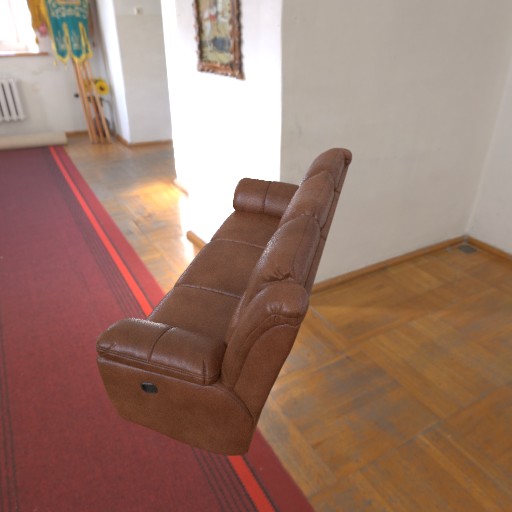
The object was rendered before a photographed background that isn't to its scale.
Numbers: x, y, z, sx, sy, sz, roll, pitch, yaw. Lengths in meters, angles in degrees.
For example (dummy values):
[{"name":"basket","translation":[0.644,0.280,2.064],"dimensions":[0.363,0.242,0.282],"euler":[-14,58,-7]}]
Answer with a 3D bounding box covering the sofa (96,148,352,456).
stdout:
[{"name":"sofa","translation":[0.000,0.000,2.910],"dimensions":[0.991,1.043,2.337],"euler":[8,30,13]}]
